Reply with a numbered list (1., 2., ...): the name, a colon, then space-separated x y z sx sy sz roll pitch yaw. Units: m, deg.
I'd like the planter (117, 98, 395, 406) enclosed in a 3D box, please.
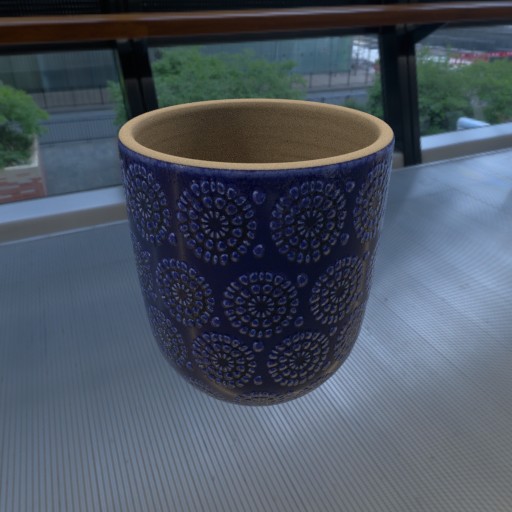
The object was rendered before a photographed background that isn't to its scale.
1. planter: 0.000 0.000 0.350 0.184 0.206 0.184 0 30 0
